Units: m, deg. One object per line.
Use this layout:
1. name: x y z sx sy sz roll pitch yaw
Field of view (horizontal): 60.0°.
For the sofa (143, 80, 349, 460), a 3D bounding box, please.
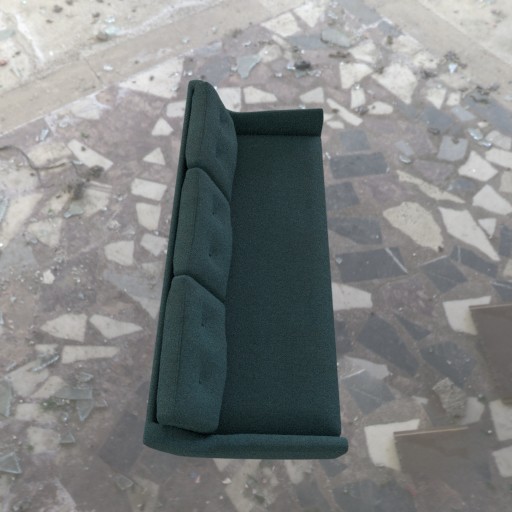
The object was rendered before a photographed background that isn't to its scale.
1. sofa: 0.000 0.000 2.482 0.849 0.837 2.060 1 62 0
